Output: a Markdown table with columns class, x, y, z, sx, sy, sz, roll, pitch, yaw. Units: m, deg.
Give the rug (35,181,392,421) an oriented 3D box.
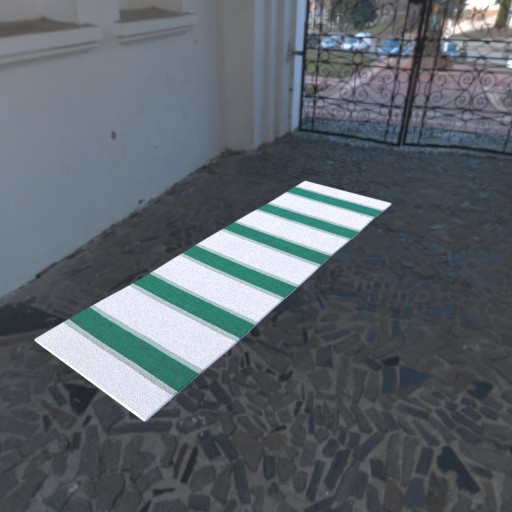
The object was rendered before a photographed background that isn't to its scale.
| class | x | y | z | sx | sy | sz | roll | pitch | yaw |
| --- | --- | --- | --- | --- | --- | --- | --- | --- | --- |
| rug | 0.000 | 0.000 | 2.709 | 0.768 | 0.012 | 2.438 | 21 | 37 | 30 |
